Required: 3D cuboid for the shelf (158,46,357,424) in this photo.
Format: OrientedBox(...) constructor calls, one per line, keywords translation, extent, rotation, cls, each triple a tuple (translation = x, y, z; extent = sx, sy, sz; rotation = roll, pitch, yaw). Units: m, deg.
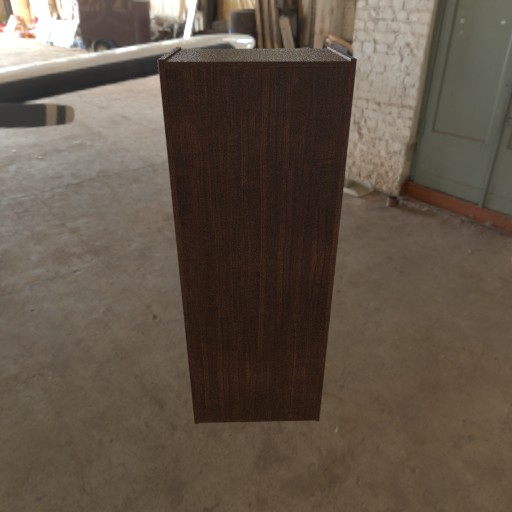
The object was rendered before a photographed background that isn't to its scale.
OrientedBox(translation=(0.000, 0.000, 1.310), extent=(0.415, 1.099, 0.290), rotation=(-1, 30, -1), cls="shelf")
